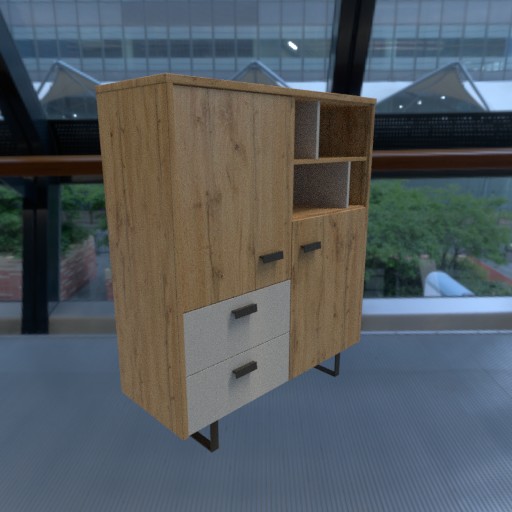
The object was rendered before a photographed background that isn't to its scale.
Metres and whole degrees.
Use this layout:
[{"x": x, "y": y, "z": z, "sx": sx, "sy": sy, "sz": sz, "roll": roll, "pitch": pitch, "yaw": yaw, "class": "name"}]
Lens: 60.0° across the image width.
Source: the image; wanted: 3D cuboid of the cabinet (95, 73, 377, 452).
[{"x": 0.000, "y": 0.000, "z": 2.013, "sx": 1.168, "sy": 1.397, "sz": 0.473, "roll": -14, "pitch": 20, "yaw": -43, "class": "cabinet"}]
